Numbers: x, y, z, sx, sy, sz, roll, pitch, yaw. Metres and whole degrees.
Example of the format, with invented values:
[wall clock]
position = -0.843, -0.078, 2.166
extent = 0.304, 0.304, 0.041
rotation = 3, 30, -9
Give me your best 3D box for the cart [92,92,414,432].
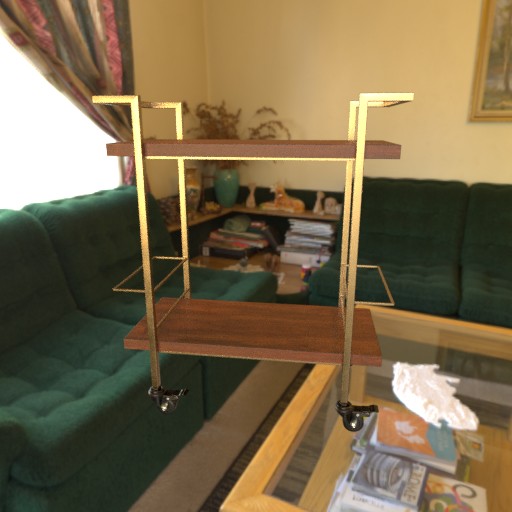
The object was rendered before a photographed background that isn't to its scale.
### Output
[cart]
position = 0.000, 0.000, 1.203
extent = 0.695, 0.807, 0.364
rotation = 2, 17, 8
